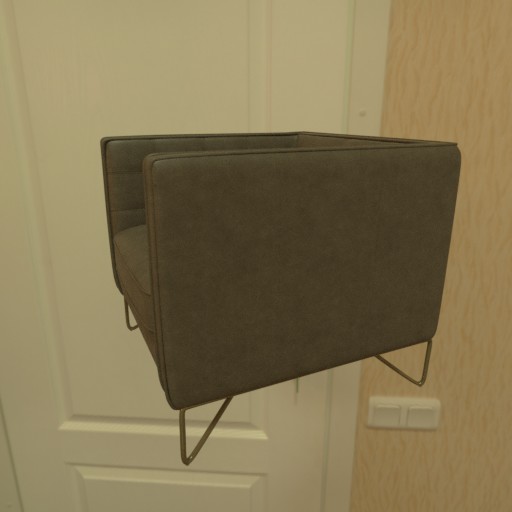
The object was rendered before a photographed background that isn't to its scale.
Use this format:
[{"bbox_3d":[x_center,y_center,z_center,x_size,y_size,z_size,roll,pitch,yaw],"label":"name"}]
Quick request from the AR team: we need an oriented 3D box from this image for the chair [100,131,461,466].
[{"bbox_3d":[0.000,0.000,1.532,0.894,0.790,0.880,-8,20,-24],"label":"chair"}]
